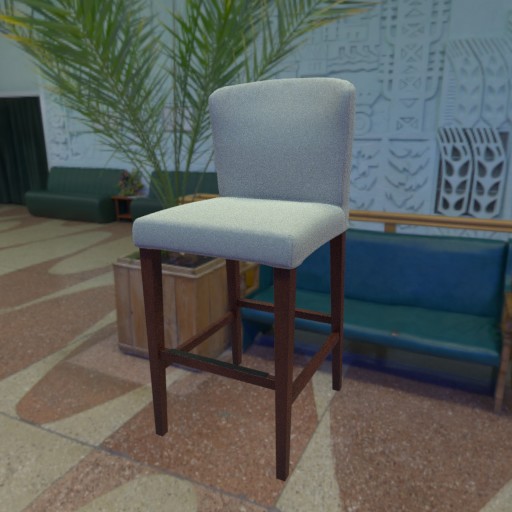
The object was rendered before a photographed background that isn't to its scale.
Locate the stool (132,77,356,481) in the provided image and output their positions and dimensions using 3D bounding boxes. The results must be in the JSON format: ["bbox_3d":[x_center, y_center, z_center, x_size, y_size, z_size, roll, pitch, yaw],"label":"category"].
[{"bbox_3d":[0.000,0.000,1.354,0.479,1.069,0.568,8,17,26],"label":"stool"}]
